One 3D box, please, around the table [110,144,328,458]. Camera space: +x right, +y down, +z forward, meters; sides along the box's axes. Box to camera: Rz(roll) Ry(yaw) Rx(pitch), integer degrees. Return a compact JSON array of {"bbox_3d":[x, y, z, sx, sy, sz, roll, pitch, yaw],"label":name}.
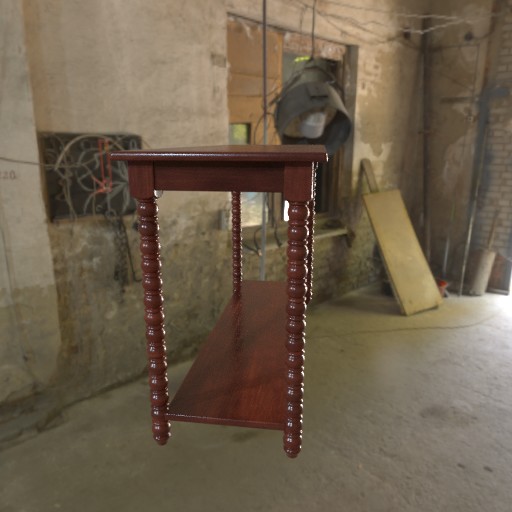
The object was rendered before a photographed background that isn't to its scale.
[{"bbox_3d":[0.000,0.000,1.547,0.459,0.740,1.184,2,15,8],"label":"table"}]
